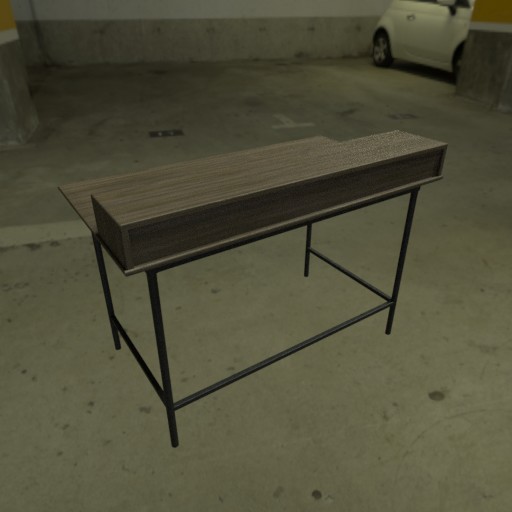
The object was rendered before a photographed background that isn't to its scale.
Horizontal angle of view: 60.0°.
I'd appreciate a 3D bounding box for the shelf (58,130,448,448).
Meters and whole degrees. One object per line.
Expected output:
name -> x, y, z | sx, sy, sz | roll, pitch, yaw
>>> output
shelf -> 0.000, 0.000, 1.751 | 1.212, 0.865, 0.685 | -18, 35, -29
